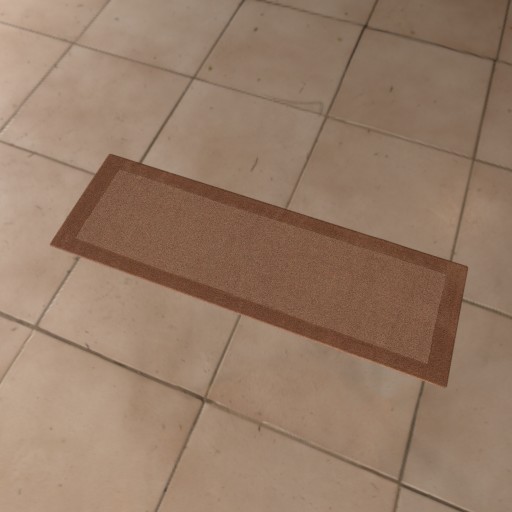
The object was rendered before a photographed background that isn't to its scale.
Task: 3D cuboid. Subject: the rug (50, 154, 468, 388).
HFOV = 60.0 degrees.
[{"bbox_3d":[0.000,0.000,2.696,2.439,0.017,0.764,19,65,9],"label":"rug"}]
